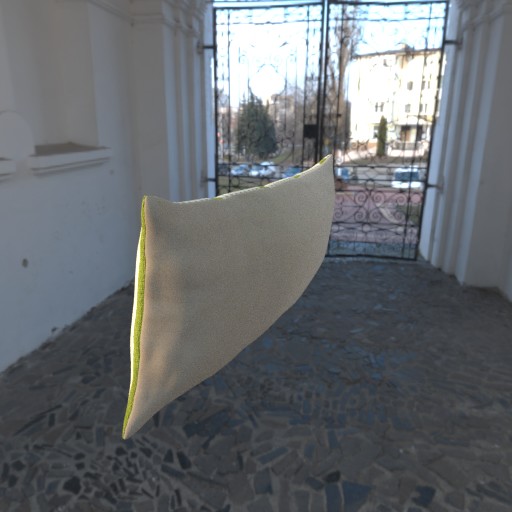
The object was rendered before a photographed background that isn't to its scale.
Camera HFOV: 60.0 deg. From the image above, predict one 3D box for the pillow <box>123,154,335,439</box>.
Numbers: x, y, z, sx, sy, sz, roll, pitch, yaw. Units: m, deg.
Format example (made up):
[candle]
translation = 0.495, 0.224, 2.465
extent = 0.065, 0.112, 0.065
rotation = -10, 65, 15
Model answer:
[pillow]
translation = 0.000, 0.000, 0.724
extent = 0.156, 0.292, 0.608
rotation = 8, 18, 25
